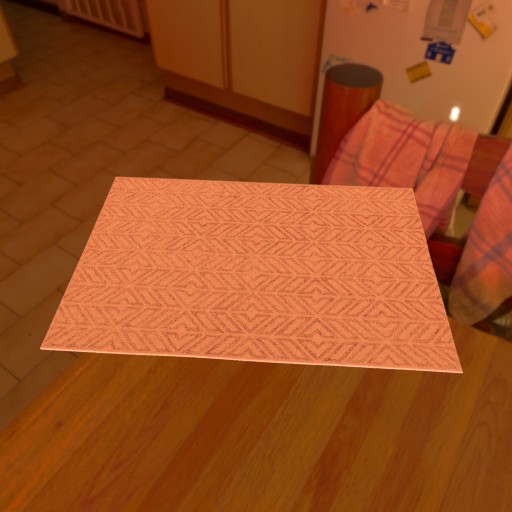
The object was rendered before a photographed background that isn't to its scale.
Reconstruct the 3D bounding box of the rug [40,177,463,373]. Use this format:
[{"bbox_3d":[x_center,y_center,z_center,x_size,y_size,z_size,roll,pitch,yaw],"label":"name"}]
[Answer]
[{"bbox_3d":[0.000,0.000,2.321,1.828,0.007,1.220,3,48,2],"label":"rug"}]
